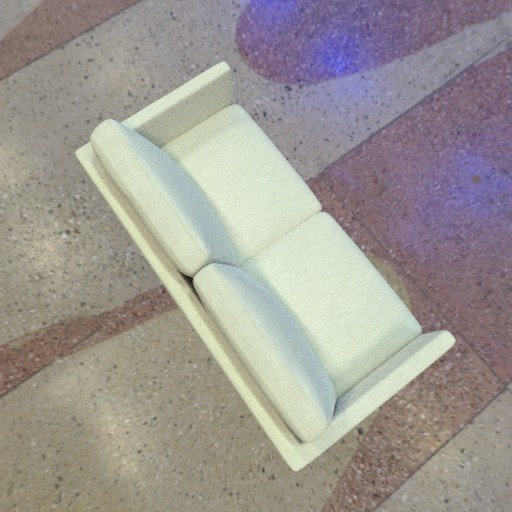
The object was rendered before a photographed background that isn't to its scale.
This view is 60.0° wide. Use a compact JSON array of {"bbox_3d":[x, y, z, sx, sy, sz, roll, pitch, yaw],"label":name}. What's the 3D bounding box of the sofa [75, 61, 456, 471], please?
[{"bbox_3d":[0.000,0.000,2.357,0.950,0.963,1.838,-35,78,-9],"label":"sofa"}]
